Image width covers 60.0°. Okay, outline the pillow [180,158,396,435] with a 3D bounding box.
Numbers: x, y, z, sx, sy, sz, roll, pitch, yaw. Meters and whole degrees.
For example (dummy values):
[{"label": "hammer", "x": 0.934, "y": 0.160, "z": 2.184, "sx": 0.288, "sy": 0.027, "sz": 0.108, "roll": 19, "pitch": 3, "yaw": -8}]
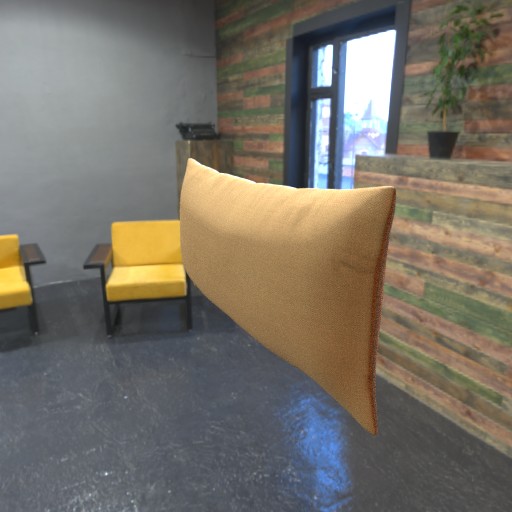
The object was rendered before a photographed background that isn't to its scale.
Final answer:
[{"label": "pillow", "x": 0.000, "y": 0.000, "z": 0.738, "sx": 0.151, "sy": 0.291, "sz": 0.608, "roll": -8, "pitch": 17, "yaw": -27}]
